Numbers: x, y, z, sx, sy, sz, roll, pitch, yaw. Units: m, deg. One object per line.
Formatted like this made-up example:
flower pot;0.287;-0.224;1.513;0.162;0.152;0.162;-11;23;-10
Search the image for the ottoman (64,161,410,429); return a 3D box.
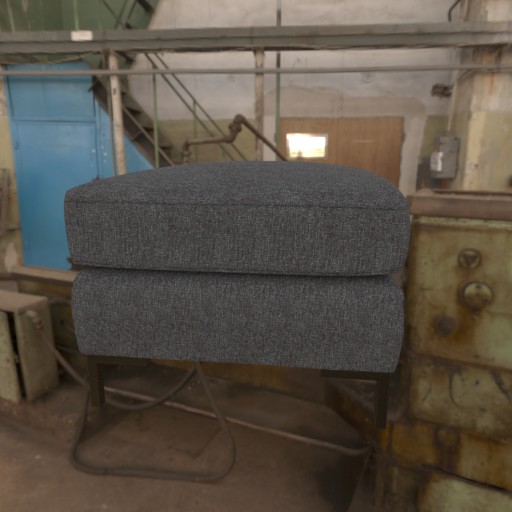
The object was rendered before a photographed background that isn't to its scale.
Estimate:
ottoman;0.000;0.000;1.279;0.695;0.533;0.831;2;13;7
